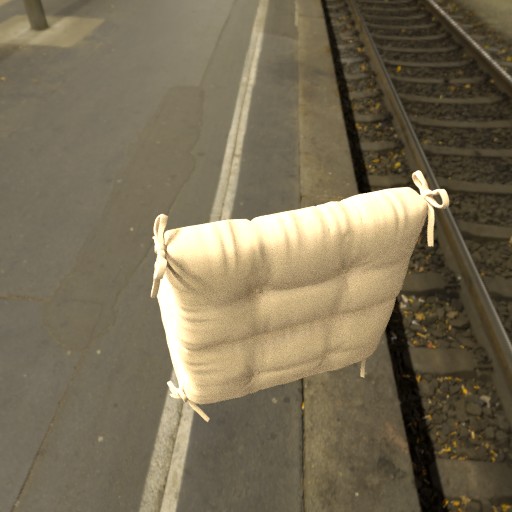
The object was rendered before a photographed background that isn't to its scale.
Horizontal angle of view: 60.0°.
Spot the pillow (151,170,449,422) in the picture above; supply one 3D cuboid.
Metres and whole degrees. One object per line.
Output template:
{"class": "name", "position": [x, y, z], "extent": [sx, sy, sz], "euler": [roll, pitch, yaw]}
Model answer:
{"class": "pillow", "position": [0.000, 0.000, 1.041], "extent": [0.519, 0.605, 0.571], "euler": [-12, 43, -13]}
